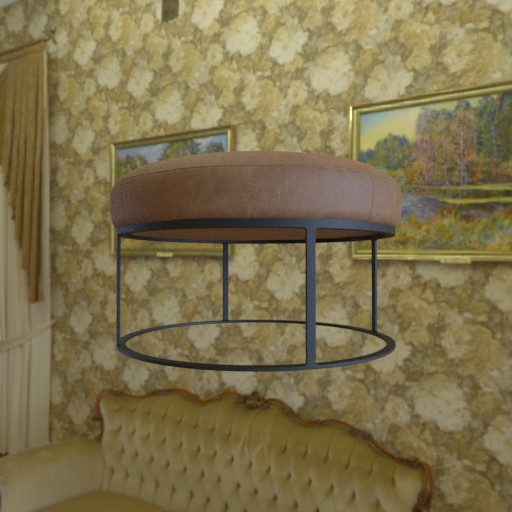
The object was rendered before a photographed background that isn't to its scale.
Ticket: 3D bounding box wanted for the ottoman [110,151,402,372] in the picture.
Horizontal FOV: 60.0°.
[{"bbox_3d":[0.000,0.000,1.228,0.771,0.460,0.771,0,-1,0],"label":"ottoman"}]
